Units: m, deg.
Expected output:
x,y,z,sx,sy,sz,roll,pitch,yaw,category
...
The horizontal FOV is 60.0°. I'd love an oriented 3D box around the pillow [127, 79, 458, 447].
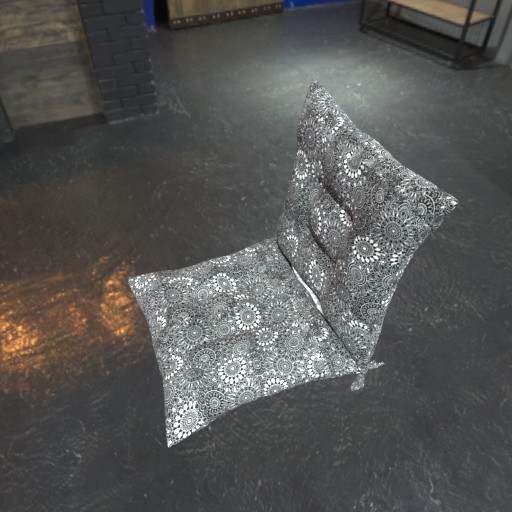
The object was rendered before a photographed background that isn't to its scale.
x,y,z,sx,sy,sz,roll,pitch,yaw,category
0.000,0.000,0.995,0.585,0.536,0.541,-16,47,-15,pillow
